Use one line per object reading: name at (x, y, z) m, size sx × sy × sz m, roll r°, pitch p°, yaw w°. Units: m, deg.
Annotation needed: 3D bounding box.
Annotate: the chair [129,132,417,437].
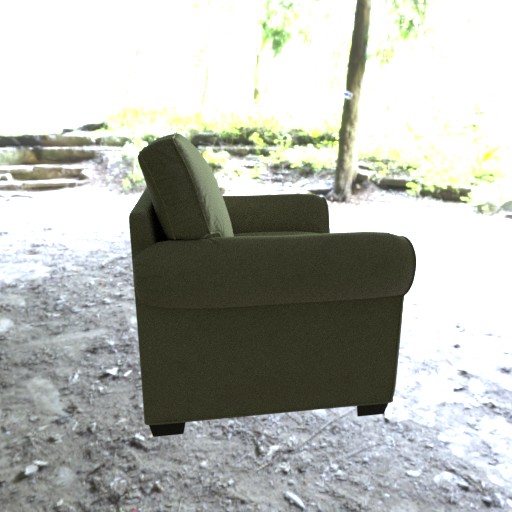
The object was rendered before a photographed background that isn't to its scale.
chair at (0.000, 0.000, 1.943) m, size 0.939 × 1.044 × 1.147 m, roll -2°, pitch 16°, yaw -8°
